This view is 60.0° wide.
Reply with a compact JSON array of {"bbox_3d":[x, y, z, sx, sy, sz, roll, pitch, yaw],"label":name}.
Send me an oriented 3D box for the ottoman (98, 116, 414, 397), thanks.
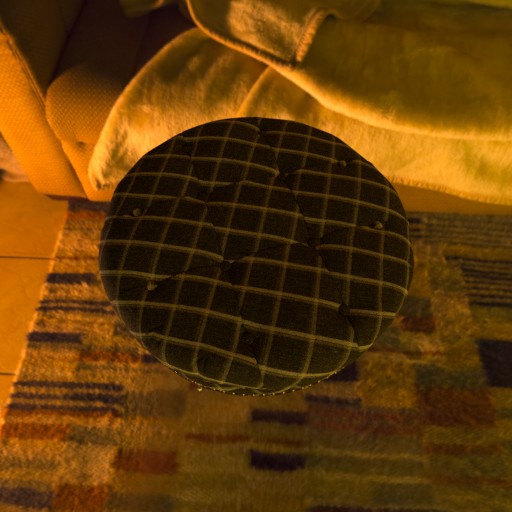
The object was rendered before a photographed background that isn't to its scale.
[{"bbox_3d":[0.000,0.000,1.387,0.901,0.439,0.901,0,57,0],"label":"ottoman"}]
